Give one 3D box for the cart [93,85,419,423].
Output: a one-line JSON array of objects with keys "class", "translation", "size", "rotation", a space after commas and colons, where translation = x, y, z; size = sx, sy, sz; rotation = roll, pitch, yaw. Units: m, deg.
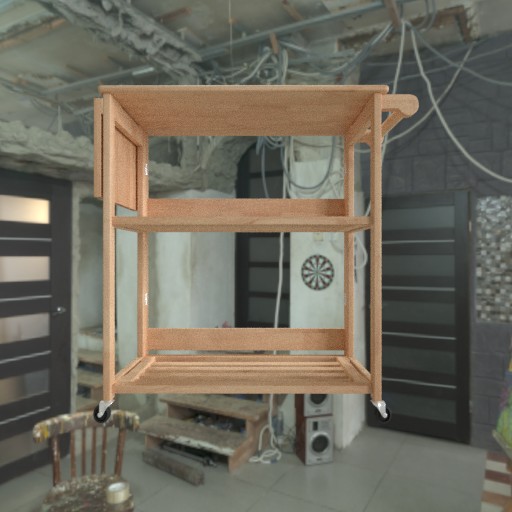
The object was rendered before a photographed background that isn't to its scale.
[{"class": "cart", "translation": [0.000, 0.000, 1.353], "size": [0.853, 0.879, 0.432], "rotation": [0, 0, 0]}]
